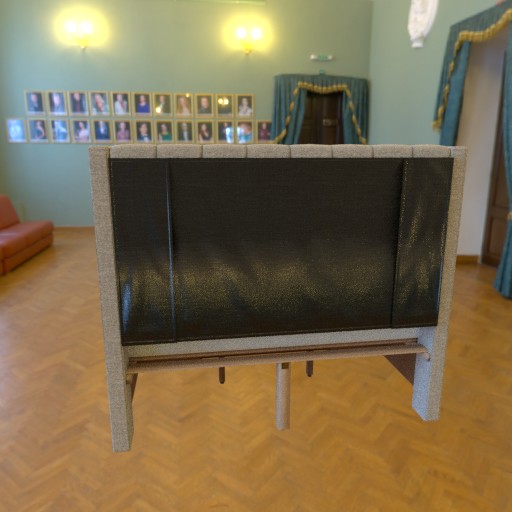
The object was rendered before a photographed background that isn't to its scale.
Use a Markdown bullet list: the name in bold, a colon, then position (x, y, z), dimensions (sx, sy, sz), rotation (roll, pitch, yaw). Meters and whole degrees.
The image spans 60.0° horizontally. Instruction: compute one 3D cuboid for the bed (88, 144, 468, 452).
- **bed**: position (0.000, 0.000, 3.647), dimensions (2.044, 1.748, 2.372), rotation (-2, 13, -9)
